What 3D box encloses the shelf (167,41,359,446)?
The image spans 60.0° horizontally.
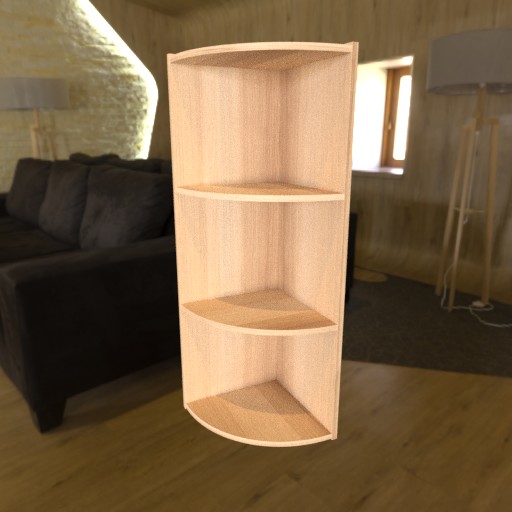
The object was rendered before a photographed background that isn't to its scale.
[{"bbox_3d":[0.000,0.000,1.014,0.290,0.872,0.290,-7,17,-25],"label":"shelf"}]
